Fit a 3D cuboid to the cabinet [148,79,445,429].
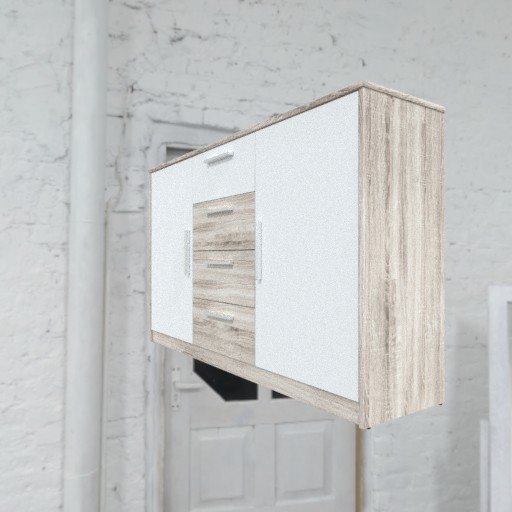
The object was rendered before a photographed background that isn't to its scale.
[{"bbox_3d":[0.000,0.000,1.824,0.380,0.900,1.450,0,0,-35],"label":"cabinet"}]
